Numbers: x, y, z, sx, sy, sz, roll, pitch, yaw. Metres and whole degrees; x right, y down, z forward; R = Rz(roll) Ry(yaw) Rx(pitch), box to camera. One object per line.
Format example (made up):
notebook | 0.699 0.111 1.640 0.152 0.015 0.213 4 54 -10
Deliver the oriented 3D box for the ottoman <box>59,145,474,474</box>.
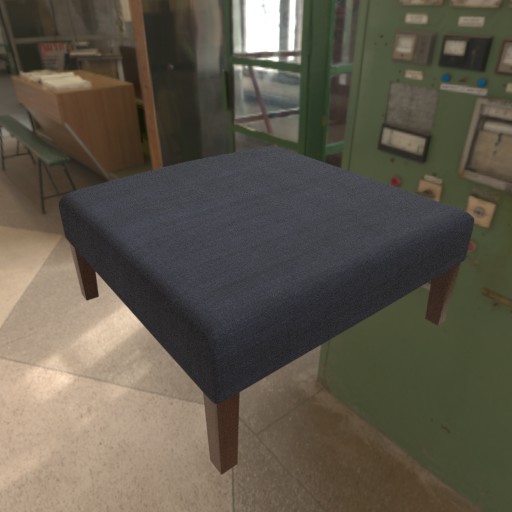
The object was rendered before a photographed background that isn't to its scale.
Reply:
ottoman | 0.000 0.000 1.389 0.890 0.411 0.889 -21 36 -32
